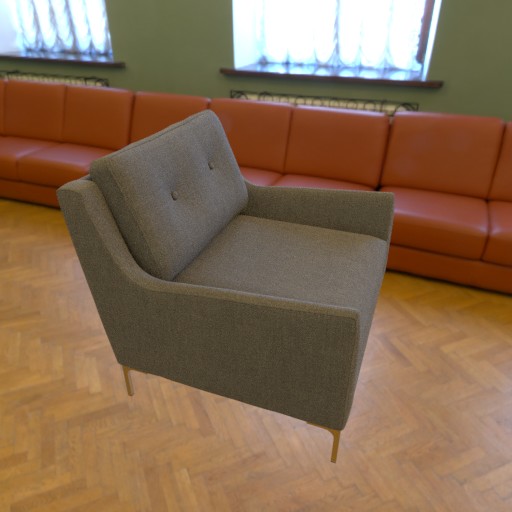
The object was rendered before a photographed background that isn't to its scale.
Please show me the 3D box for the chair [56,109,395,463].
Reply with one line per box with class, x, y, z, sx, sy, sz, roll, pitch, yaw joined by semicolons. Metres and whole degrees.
chair;0.000;0.000;1.552;0.849;0.828;0.847;11;32;18
